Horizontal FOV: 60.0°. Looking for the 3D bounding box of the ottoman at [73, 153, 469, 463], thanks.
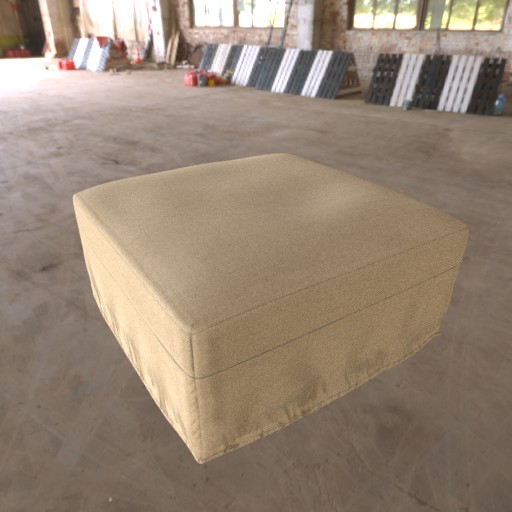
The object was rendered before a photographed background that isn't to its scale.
[{"bbox_3d":[0.000,0.000,1.331,0.840,0.436,0.843,-18,33,-29],"label":"ottoman"}]
